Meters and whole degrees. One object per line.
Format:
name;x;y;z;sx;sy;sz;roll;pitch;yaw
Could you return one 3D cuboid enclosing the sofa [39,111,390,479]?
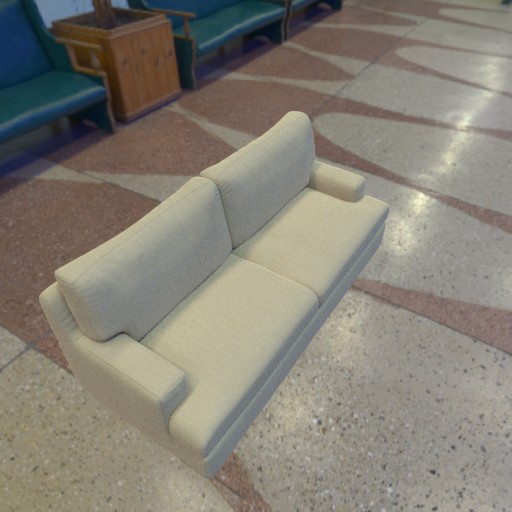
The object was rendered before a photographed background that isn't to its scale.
sofa;0.000;0.000;2.626;0.929;0.925;2.147;24;47;25
